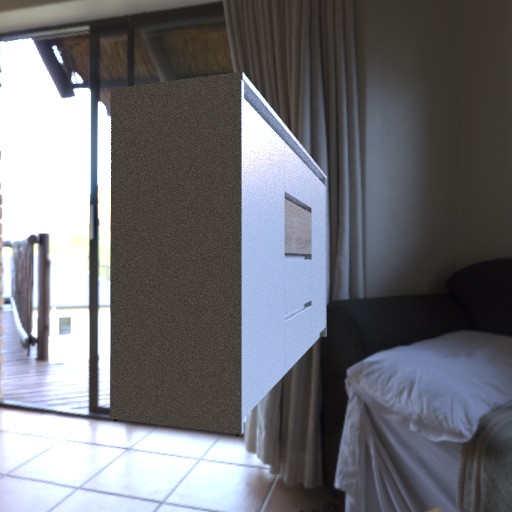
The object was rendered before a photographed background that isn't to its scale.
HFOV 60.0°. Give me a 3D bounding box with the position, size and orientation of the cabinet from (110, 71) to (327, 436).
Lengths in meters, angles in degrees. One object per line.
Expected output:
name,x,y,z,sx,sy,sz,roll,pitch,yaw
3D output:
cabinet,0.000,0.000,1.838,0.380,0.900,1.450,0,0,17
